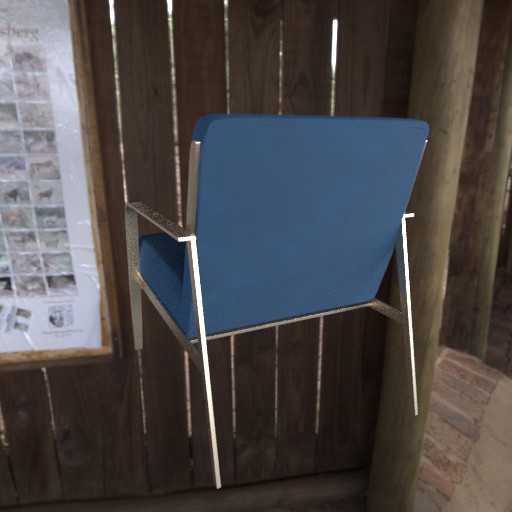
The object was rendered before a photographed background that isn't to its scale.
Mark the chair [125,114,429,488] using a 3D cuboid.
[{"bbox_3d":[0.000,0.000,1.420,0.692,0.831,0.859,-7,17,-26],"label":"chair"}]
